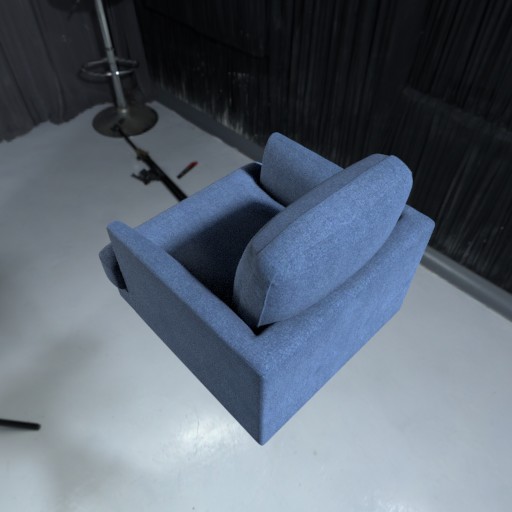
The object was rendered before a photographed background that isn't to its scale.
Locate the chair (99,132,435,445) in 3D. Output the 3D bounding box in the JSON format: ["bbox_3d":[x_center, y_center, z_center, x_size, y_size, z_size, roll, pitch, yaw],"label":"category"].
[{"bbox_3d":[0.000,0.000,1.664,0.858,0.957,0.899,-35,57,-27],"label":"chair"}]
